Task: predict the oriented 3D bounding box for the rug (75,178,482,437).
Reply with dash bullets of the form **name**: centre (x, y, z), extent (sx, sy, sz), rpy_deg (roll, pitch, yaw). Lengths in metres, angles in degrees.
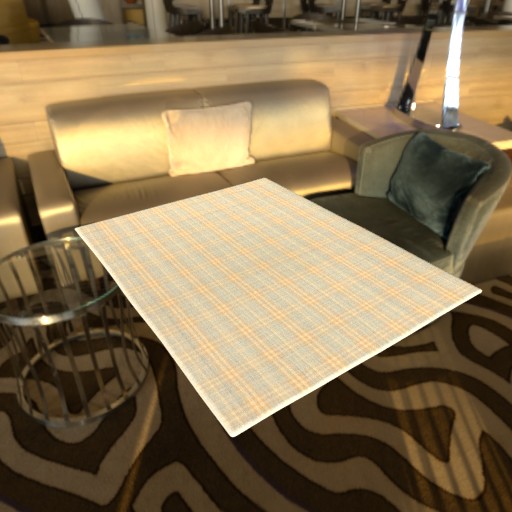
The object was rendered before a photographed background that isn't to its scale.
- **rug**: centre (0.000, 0.000, 4.145), extent (2.462, 0.030, 3.066), rpy_deg (-20, 37, -29)
